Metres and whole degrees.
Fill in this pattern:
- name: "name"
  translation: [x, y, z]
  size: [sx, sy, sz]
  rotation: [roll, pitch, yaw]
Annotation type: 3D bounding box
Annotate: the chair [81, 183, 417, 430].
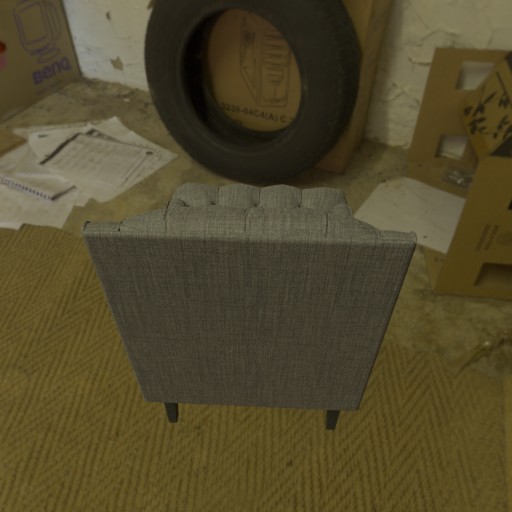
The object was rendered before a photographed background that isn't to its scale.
- name: "chair"
  translation: [0.000, 0.000, 1.395]
  size: [0.655, 0.891, 0.771]
  rotation: [2, 45, 2]
